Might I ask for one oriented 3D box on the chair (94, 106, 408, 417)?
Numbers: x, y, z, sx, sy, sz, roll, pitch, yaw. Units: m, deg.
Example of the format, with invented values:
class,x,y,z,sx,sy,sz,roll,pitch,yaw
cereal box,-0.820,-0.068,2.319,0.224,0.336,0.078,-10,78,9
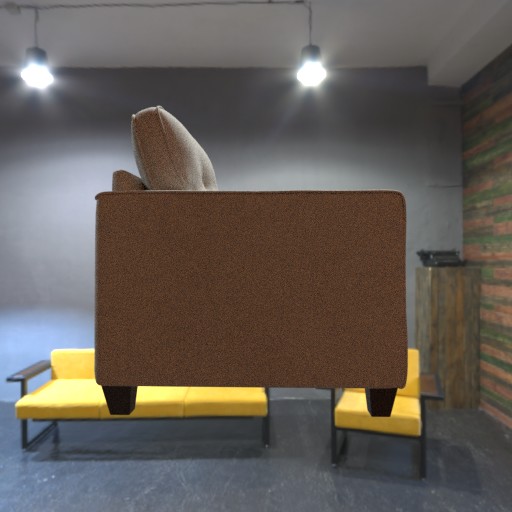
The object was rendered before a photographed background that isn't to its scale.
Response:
class,x,y,z,sx,sy,sz,roll,pitch,yaw
chair,0.000,0.000,1.776,0.939,0.965,1.015,0,-1,2
